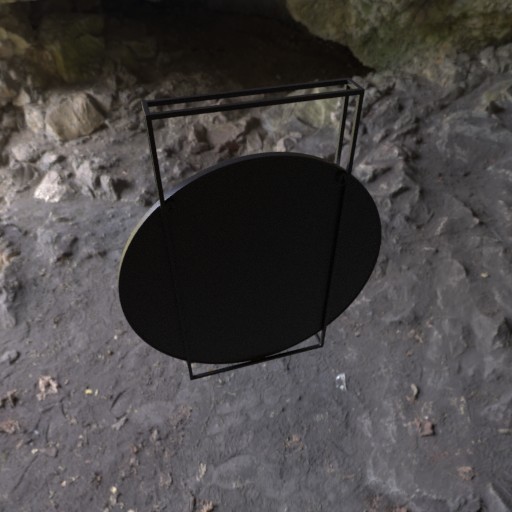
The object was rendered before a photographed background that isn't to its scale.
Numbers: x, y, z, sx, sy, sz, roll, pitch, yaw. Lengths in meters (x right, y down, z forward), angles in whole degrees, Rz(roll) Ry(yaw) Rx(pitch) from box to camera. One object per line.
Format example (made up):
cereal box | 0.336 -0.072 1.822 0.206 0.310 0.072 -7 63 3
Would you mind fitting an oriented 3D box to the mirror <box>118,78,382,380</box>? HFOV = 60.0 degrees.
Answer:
mirror | 0.000 0.000 0.824 0.508 0.603 0.051 -11 42 -13
